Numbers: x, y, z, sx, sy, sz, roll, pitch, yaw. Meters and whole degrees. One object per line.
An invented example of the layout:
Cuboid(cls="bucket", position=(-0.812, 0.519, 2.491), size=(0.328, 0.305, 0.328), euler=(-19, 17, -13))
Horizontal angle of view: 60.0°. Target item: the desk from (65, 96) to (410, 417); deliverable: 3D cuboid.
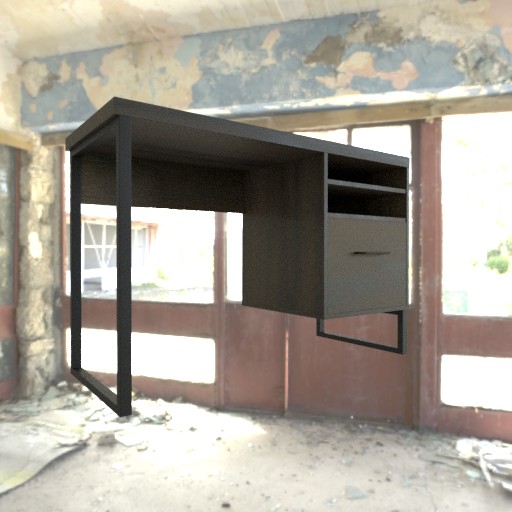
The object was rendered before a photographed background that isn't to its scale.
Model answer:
Cuboid(cls="desk", position=(0.000, 0.000, 1.544), size=(1.134, 0.752, 0.511), euler=(0, 1, -36))
